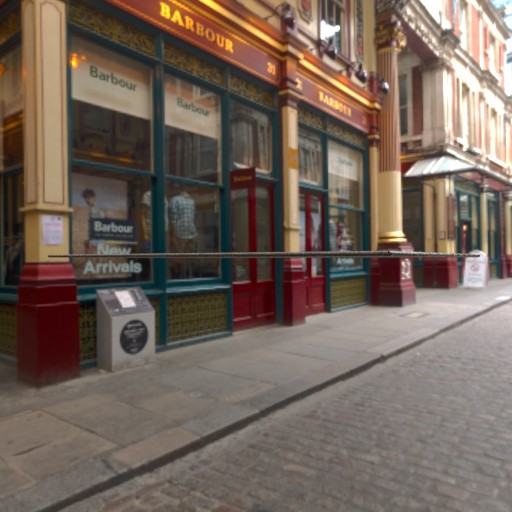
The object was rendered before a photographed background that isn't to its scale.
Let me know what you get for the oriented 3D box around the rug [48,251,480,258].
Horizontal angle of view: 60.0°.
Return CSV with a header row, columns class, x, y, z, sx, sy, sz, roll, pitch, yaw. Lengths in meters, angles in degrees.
class,x,y,z,sx,sy,sz,roll,pitch,yaw
rug,0.000,0.000,2.126,1.748,0.014,1.144,0,0,37
